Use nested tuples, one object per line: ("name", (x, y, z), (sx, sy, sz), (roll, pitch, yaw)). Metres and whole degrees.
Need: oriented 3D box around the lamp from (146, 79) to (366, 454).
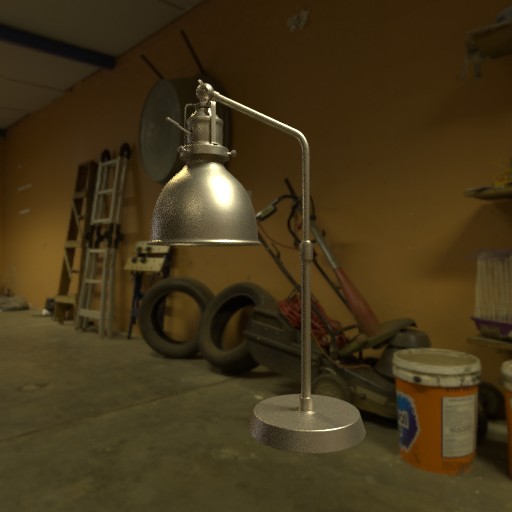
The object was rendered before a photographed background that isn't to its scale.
("lamp", (0.000, 0.000, 0.587), (0.286, 0.456, 0.153), (0, 0, 0))
